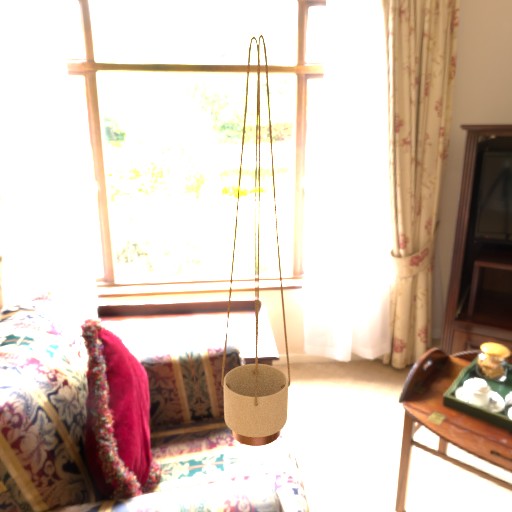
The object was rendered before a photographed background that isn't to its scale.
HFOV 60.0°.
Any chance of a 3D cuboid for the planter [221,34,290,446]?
[{"bbox_3d":[0.000,0.000,0.924,0.146,0.841,0.146,14,21,43],"label":"planter"}]
